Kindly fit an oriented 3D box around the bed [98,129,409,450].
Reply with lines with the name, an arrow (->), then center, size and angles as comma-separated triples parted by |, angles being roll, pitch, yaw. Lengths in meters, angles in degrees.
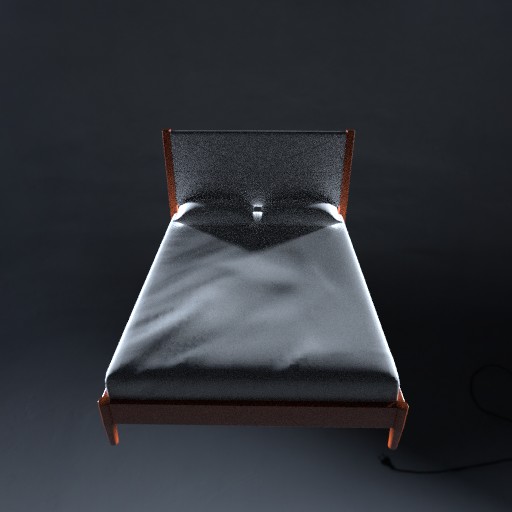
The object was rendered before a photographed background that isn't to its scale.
bed -> 0.000, 0.000, 2.994 | 1.566, 1.165, 2.117 | 1, 30, 1
